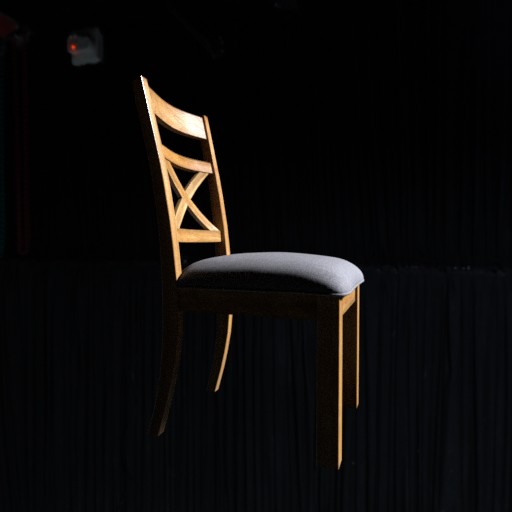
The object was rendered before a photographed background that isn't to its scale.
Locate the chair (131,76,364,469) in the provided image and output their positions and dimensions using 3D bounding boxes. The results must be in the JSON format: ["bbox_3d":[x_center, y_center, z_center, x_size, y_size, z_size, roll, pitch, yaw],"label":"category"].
[{"bbox_3d":[0.000,0.000,1.284,0.581,0.949,0.470,1,2,19],"label":"chair"}]
